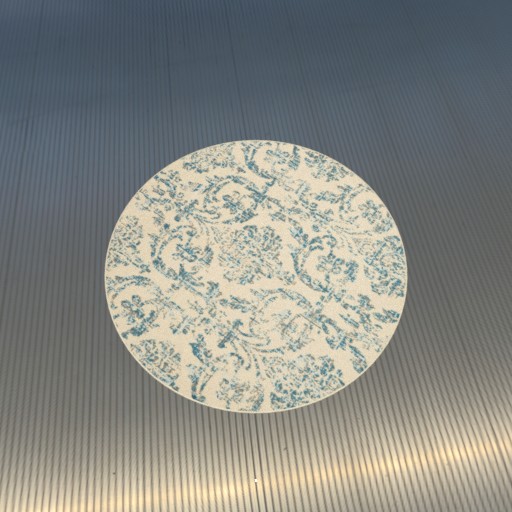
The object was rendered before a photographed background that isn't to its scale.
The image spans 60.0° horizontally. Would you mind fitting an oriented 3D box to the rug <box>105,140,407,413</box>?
[{"bbox_3d":[0.000,0.000,2.358,1.593,0.012,1.593,0,63,0],"label":"rug"}]
